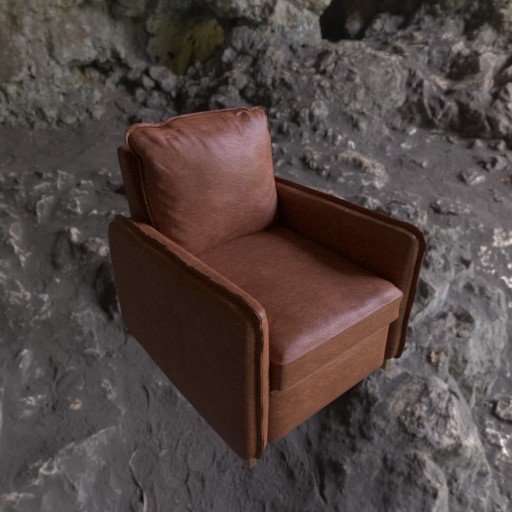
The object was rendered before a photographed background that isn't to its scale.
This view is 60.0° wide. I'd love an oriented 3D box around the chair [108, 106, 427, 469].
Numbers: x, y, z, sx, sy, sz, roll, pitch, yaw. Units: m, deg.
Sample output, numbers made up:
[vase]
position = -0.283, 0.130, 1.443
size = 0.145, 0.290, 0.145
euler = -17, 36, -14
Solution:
[chair]
position = 0.000, 0.000, 1.626
size = 0.830, 0.922, 0.922
euler = -22, 36, -33
